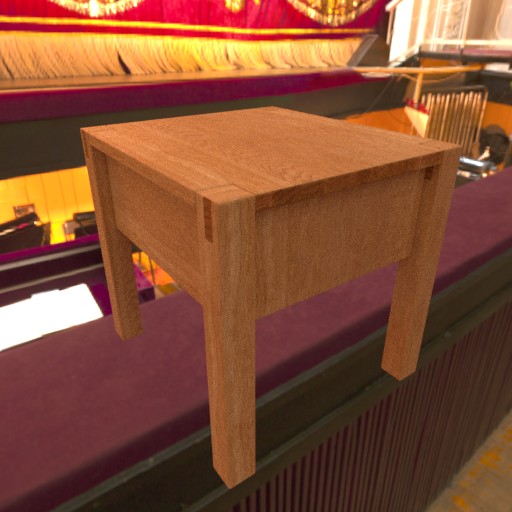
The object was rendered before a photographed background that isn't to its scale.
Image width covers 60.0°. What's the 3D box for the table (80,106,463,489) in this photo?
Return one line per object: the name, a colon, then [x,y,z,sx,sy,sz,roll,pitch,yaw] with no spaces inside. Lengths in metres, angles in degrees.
table: [0.000,0.000,0.842,0.440,0.450,0.480,-18,32,-31]
